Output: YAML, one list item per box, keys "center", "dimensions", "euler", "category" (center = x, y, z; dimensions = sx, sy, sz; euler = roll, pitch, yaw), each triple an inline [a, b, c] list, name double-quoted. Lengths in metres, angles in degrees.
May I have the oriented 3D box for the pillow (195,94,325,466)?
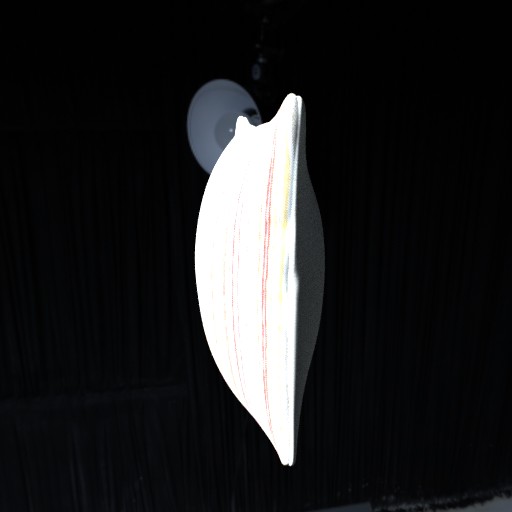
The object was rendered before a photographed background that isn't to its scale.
- center: [0.000, 0.000, 0.703]
  dimensions: [0.191, 0.449, 0.451]
  euler: [-2, 14, -8]
  category: "pillow"
